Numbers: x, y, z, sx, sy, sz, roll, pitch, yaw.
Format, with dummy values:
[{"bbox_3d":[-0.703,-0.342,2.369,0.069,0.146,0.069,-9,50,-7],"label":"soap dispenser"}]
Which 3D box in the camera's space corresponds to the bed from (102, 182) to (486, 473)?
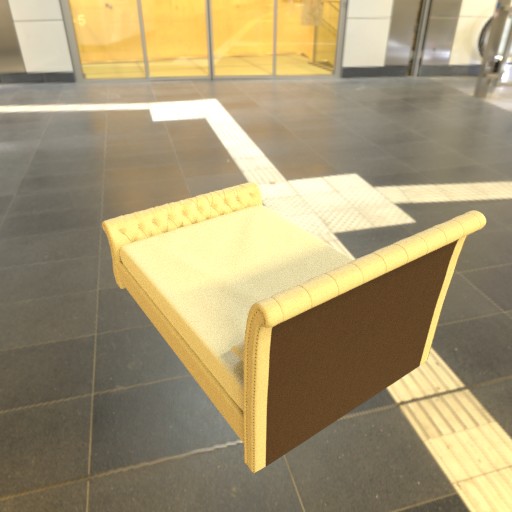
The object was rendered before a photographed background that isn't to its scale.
[{"bbox_3d":[0.000,0.000,3.411,1.606,1.268,2.493,-20,37,-29],"label":"bed"}]
